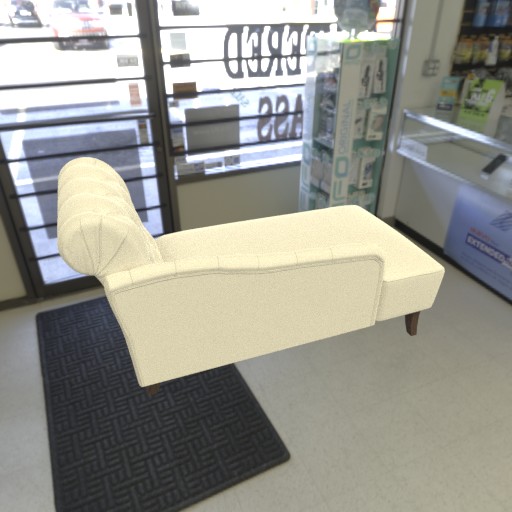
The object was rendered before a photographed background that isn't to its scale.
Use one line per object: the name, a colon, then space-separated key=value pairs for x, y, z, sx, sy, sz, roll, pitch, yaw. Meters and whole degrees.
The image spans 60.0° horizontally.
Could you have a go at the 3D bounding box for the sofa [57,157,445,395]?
sofa: x=0.000 y=0.000 z=1.808 sx=1.379 sy=0.787 sz=0.675 roll=-11 pitch=32 yaw=-18
